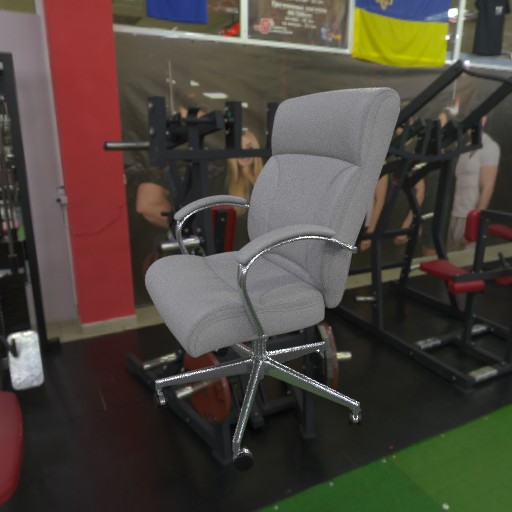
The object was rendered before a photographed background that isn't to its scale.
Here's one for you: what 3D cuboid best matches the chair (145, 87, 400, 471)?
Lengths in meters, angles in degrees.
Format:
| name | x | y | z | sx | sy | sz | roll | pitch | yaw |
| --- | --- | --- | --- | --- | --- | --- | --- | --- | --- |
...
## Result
| name | x | y | z | sx | sy | sz | roll | pitch | yaw |
| --- | --- | --- | --- | --- | --- | --- | --- | --- | --- |
| chair | 0.000 | 0.000 | 1.552 | 0.745 | 1.099 | 0.727 | -7 | 18 | -24 |
